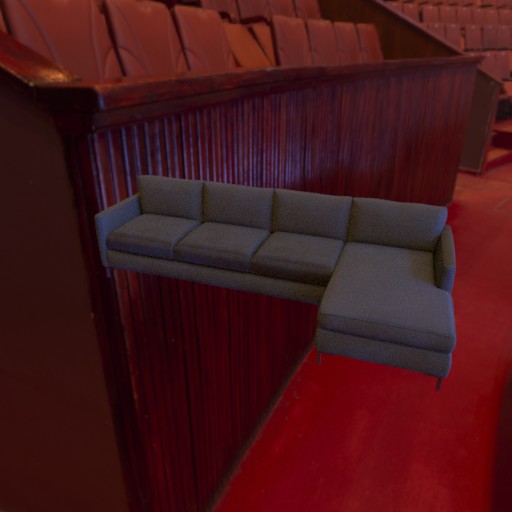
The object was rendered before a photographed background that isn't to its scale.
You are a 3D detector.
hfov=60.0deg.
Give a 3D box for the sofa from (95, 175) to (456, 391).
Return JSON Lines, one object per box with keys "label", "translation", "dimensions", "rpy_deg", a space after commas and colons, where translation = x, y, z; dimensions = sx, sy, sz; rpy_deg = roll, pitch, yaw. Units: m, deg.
{"label": "sofa", "translation": [0.000, 0.000, 3.290], "dimensions": [2.725, 0.756, 1.255], "rpy_deg": [9, 27, 18]}
